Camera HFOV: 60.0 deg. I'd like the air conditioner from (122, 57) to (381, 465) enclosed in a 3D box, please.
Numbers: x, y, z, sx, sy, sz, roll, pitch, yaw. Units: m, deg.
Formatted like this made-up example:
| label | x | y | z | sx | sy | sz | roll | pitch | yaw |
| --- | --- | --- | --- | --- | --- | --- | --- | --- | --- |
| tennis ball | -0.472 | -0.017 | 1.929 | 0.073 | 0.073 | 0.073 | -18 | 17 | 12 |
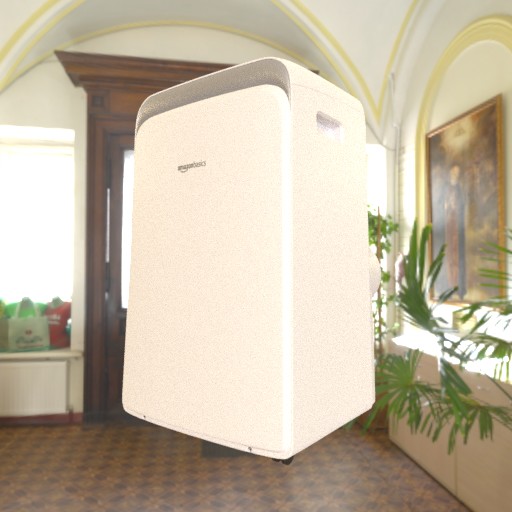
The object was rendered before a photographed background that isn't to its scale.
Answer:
| label | x | y | z | sx | sy | sz | roll | pitch | yaw |
| --- | --- | --- | --- | --- | --- | --- | --- | --- | --- |
| air conditioner | 0.000 | 0.000 | 1.046 | 0.478 | 0.765 | 0.467 | -1 | -1 | 36 |
